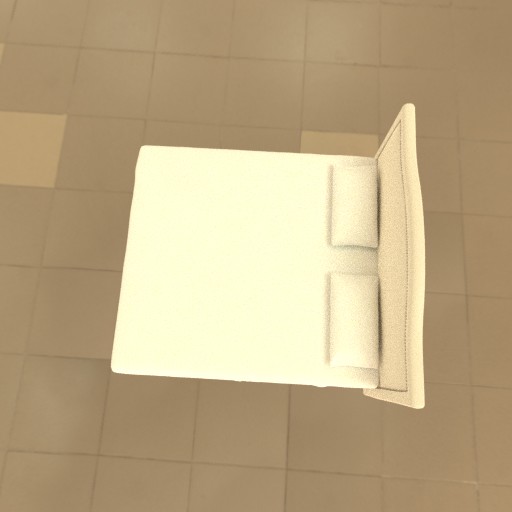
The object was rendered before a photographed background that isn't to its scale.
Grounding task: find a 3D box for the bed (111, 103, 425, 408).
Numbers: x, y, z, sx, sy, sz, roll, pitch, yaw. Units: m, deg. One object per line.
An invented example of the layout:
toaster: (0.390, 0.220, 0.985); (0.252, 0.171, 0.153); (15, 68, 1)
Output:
bed: (0.000, 0.000, 3.517); (2.182, 1.421, 2.083); (3, 76, 1)
